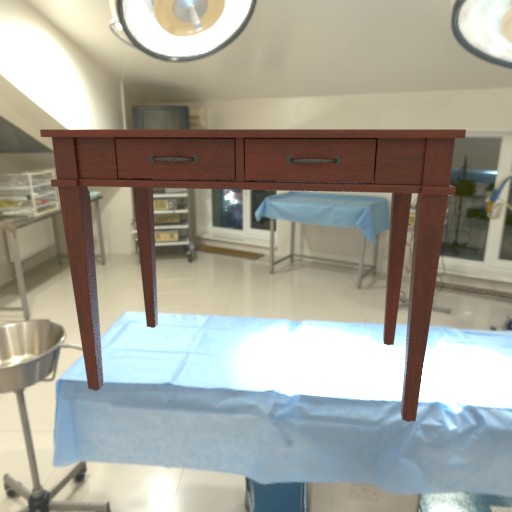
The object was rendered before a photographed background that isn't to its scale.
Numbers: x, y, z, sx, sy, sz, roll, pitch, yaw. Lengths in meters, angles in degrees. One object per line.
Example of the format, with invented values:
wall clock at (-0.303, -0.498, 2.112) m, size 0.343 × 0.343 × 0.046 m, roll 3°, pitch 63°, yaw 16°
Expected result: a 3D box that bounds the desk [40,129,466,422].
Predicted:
desk at (0.000, 0.000, 1.389) m, size 1.001 × 0.762 × 0.549 m, roll 3°, pitch 16°, yaw 9°
